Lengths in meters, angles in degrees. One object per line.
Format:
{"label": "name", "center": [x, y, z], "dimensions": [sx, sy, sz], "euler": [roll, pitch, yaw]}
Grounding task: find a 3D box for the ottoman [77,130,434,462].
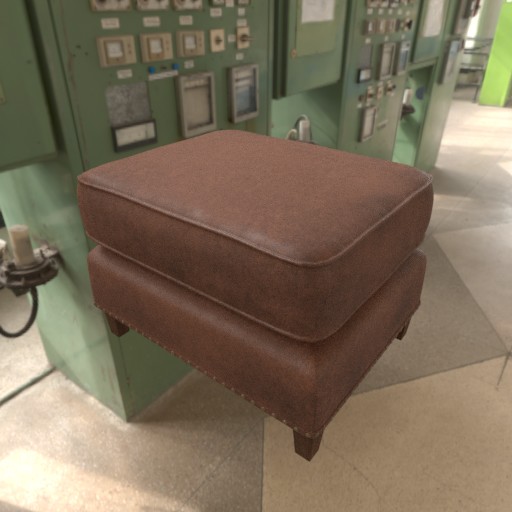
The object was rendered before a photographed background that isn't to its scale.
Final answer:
{"label": "ottoman", "center": [0.000, 0.000, 1.168], "dimensions": [0.738, 0.537, 0.589], "euler": [21, 36, 32]}
